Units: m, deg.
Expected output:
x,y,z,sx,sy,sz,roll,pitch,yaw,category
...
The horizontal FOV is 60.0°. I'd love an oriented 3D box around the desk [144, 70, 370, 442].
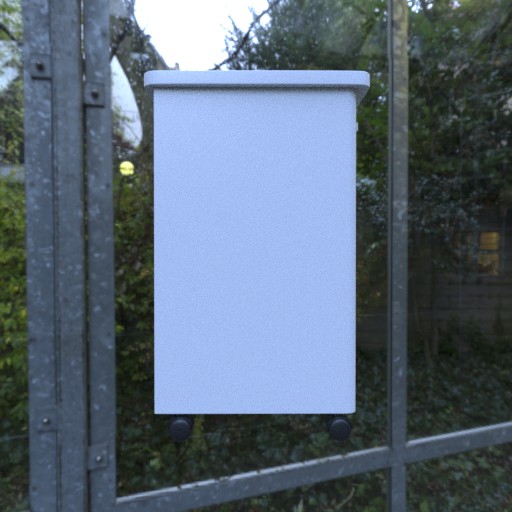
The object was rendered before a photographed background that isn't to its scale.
x,y,z,sx,sy,sz,roll,pitch,yaw,category
0.000,0.000,1.340,0.475,0.763,0.877,0,1,0,desk
